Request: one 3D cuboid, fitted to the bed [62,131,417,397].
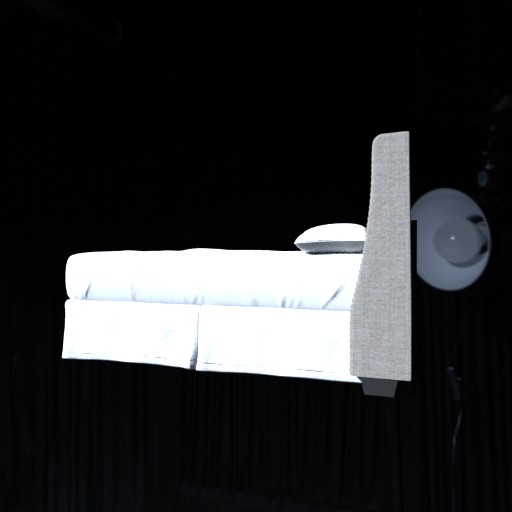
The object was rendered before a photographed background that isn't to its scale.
[{"bbox_3d":[0.000,0.000,3.334,2.237,1.407,1.710,0,0,18],"label":"bed"}]
